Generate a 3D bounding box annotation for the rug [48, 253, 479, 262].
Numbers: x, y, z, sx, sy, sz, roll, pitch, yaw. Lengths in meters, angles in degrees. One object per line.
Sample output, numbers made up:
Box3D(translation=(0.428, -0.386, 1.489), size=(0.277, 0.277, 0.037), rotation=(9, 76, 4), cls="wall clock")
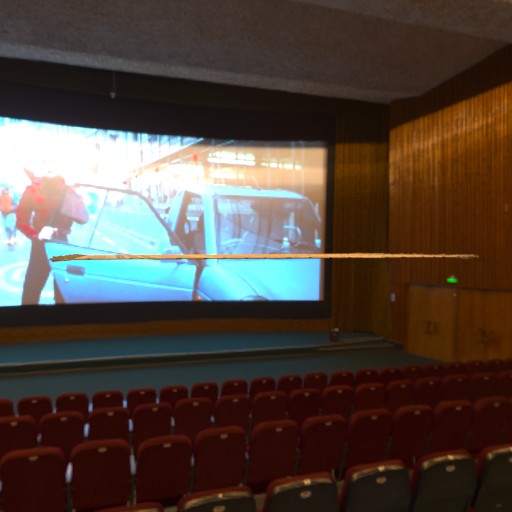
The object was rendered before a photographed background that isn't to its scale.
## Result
Box3D(translation=(0.000, 0.000, 2.521), size=(2.023, 0.028, 1.224), rotation=(0, 1, -18), cls="rug")
